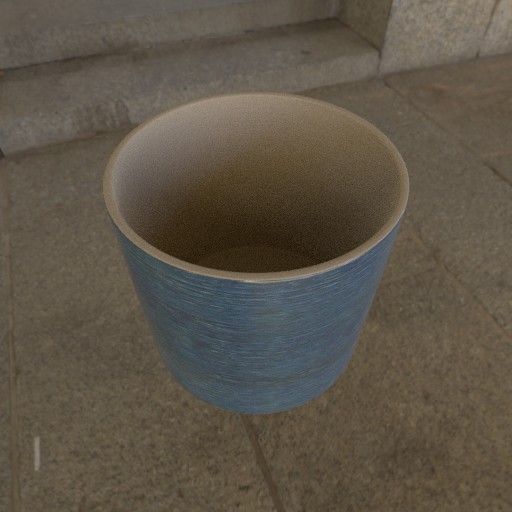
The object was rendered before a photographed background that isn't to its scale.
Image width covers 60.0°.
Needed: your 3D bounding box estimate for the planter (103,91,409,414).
[{"bbox_3d":[0.000,0.000,0.402,0.221,0.201,0.221,0,48,0],"label":"planter"}]
